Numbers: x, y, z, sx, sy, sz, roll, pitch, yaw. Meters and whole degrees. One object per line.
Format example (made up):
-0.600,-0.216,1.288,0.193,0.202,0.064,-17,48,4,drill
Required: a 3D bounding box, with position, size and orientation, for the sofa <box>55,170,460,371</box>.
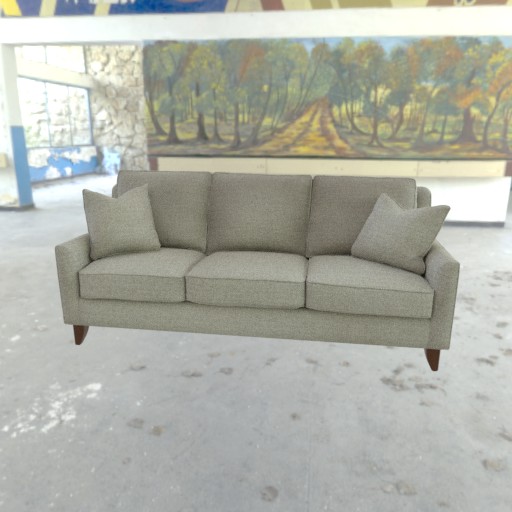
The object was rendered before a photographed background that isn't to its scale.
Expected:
0.000,0.000,2.555,2.031,0.914,0.865,2,16,8,sofa
